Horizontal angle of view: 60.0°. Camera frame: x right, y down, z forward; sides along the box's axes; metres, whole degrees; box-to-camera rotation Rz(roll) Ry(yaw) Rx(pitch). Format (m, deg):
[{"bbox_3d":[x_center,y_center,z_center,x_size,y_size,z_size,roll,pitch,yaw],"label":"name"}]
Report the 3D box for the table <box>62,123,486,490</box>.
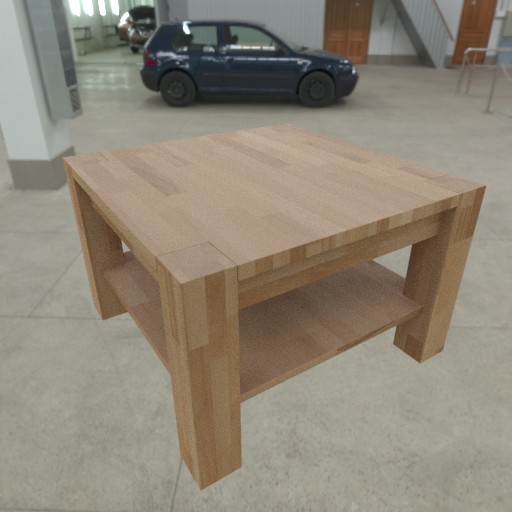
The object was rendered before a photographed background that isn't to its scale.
[{"bbox_3d":[0.000,0.000,1.128,0.700,0.451,0.700,-18,33,-29],"label":"table"}]
